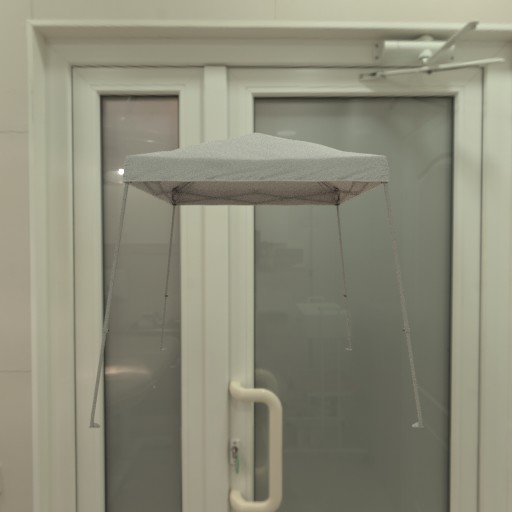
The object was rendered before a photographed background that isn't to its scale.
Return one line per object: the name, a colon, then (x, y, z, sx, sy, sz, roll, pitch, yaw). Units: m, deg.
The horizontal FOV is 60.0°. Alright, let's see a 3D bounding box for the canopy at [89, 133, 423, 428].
canopy: (0.000, 0.000, 5.155, 2.848, 2.849, 2.849, 0, 1, 0)
